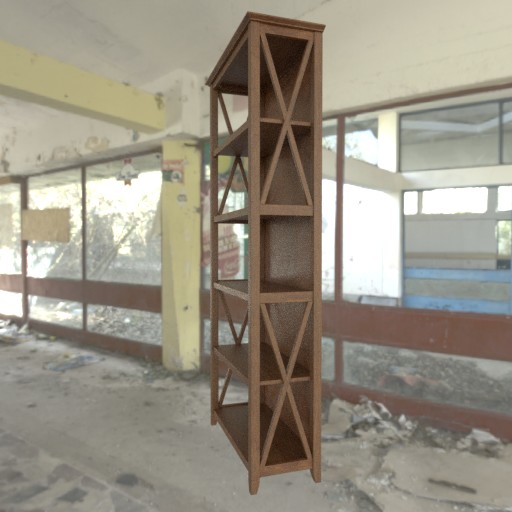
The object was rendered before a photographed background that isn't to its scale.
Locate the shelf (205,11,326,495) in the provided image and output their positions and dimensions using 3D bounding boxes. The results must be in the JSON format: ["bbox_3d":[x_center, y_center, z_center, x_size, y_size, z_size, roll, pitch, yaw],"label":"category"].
[{"bbox_3d":[0.000,0.000,2.160,0.335,1.905,0.805,0,1,-18],"label":"shelf"}]
